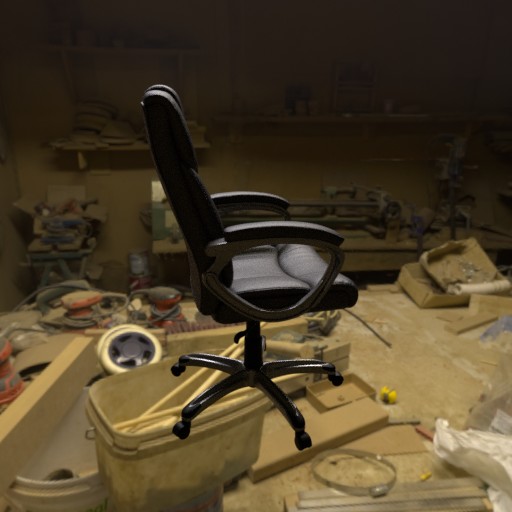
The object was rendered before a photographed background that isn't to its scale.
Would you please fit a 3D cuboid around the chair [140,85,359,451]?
[{"bbox_3d":[0.000,0.000,1.588,0.719,1.130,0.721,-3,17,-10],"label":"chair"}]
